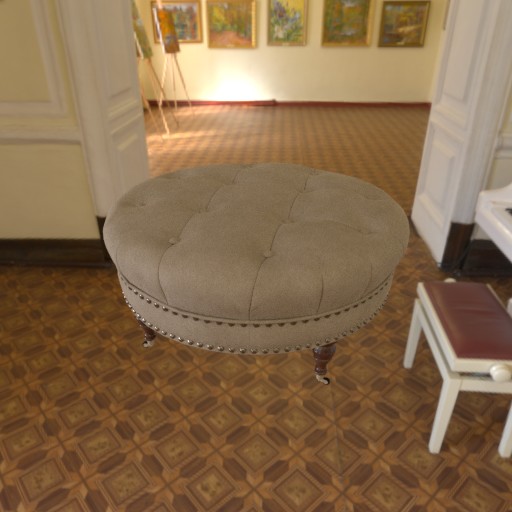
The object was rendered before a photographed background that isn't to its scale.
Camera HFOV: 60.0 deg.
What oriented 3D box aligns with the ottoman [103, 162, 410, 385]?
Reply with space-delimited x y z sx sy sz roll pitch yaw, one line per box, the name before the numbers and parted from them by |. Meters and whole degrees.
ottoman | 0.000 0.000 1.428 0.901 0.439 0.901 0 28 0
